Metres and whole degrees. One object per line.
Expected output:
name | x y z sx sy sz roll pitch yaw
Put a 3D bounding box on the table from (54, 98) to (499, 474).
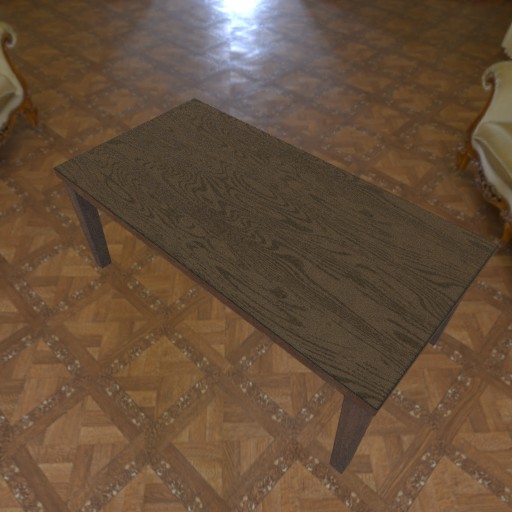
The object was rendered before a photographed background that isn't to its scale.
table | 0.000 0.000 2.433 1.981 0.762 1.016 33 55 27
